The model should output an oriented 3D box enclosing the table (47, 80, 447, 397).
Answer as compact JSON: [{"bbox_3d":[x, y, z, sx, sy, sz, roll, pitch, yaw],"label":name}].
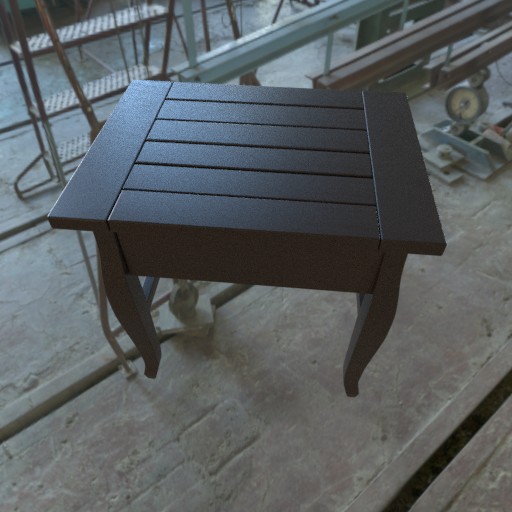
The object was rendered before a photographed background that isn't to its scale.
[{"bbox_3d":[0.000,0.000,1.037,0.602,0.605,0.460,4,47,4],"label":"table"}]
